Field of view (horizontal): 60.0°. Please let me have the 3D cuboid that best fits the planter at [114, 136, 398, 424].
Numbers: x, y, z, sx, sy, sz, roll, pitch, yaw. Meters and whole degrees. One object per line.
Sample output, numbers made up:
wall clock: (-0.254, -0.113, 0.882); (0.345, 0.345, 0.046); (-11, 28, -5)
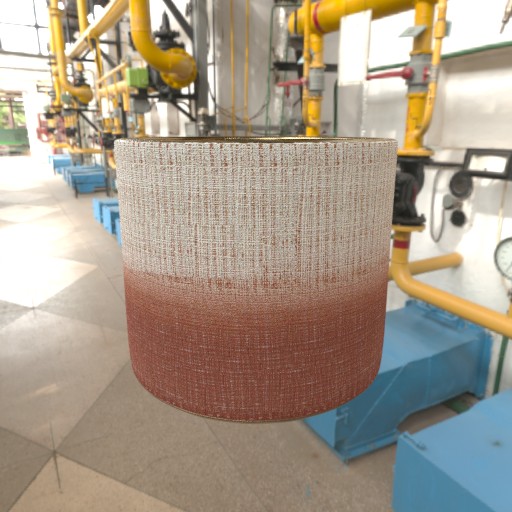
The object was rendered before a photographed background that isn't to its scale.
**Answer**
planter: (0.000, 0.000, 0.306); (0.178, 0.157, 0.178); (0, 16, 0)
